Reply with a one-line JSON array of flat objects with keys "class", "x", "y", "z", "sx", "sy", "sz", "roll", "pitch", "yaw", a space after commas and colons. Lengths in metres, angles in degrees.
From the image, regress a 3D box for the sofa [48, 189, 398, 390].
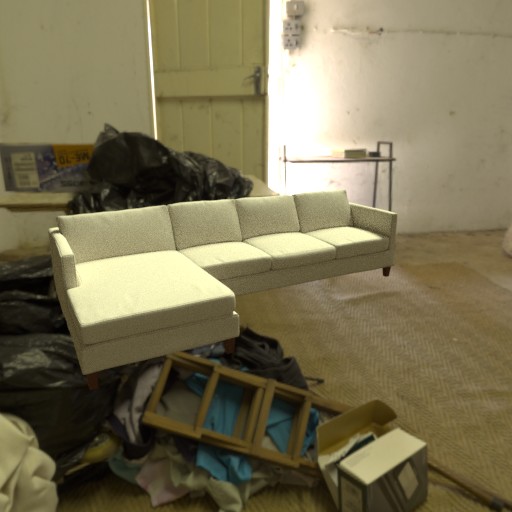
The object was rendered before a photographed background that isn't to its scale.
[{"class": "sofa", "x": 0.000, "y": 0.000, "z": 3.910, "sx": 3.186, "sy": 0.846, "sz": 1.625, "roll": -9, "pitch": 19, "yaw": -28}]
